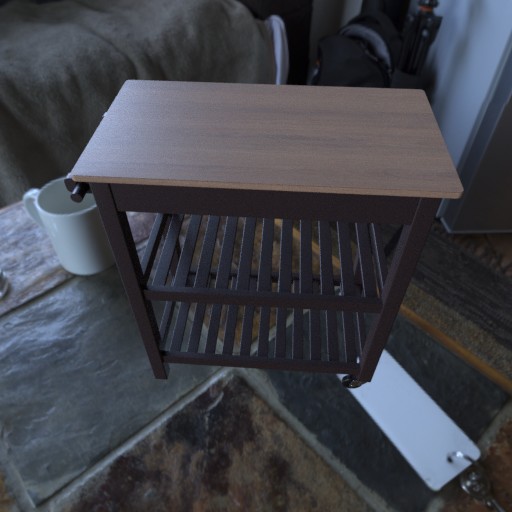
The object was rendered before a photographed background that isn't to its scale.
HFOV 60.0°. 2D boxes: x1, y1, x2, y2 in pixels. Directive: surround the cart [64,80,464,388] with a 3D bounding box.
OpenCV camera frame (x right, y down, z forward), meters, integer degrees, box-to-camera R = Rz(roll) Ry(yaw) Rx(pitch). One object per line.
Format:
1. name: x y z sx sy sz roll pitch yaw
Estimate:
1. cart: 0.000 0.000 1.428 0.899 0.927 0.457 3 47 3
